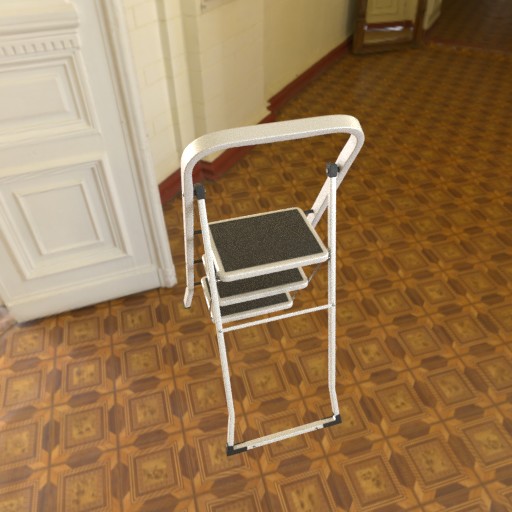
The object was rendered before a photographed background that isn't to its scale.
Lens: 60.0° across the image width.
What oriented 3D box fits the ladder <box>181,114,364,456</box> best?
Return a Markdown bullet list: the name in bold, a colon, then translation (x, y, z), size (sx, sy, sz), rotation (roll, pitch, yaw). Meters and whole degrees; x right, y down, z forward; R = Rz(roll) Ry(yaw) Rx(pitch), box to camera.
- **ladder**: translation (0.000, 0.000, 1.387), size (0.460, 1.050, 0.711), rotation (-11, 43, -12)
